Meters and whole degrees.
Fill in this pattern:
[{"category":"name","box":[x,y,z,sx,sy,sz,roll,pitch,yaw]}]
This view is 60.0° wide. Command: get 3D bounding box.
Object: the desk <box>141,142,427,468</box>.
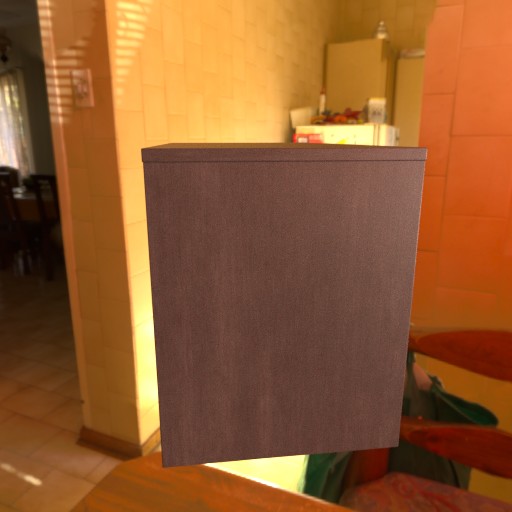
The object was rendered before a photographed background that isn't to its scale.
[{"category":"desk","box":[0.000,0.000,1.535,0.600,0.750,1.100,-2,15,-7]}]
